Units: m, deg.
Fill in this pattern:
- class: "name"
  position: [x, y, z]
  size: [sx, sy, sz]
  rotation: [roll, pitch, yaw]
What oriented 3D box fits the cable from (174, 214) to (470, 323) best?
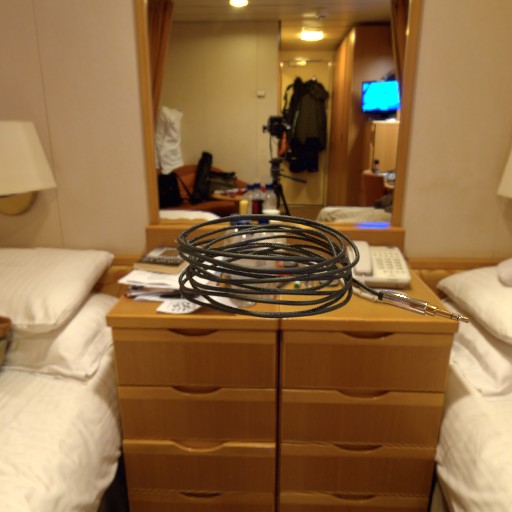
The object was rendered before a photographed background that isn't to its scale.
- class: "cable"
  position: [0.000, 0.000, 0.497]
  size: [0.198, 0.069, 0.432]
  rotation: [-15, 22, -42]
